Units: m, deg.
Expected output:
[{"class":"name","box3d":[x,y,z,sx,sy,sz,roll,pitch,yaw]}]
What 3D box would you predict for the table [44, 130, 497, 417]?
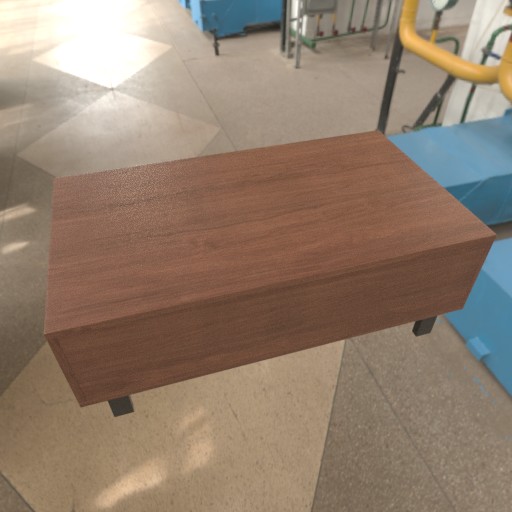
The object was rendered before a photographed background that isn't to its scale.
[{"class":"table","box3d":[0.000,0.000,1.287,1.020,0.380,0.600,-11,43,-13]}]
